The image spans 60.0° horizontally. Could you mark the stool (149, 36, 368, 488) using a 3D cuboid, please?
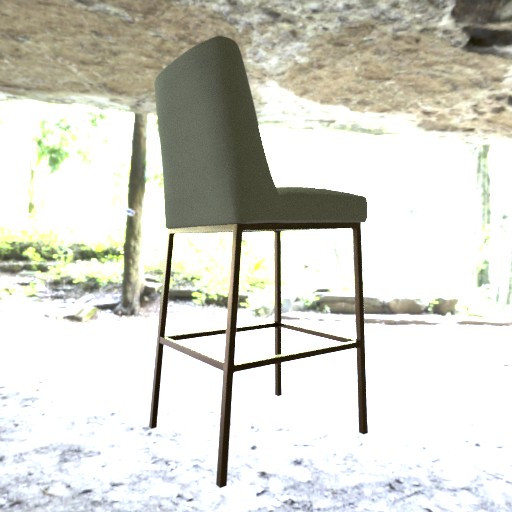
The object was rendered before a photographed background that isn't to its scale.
[{"bbox_3d":[0.000,0.000,1.365,0.546,1.084,0.462,-1,2,-36],"label":"stool"}]
